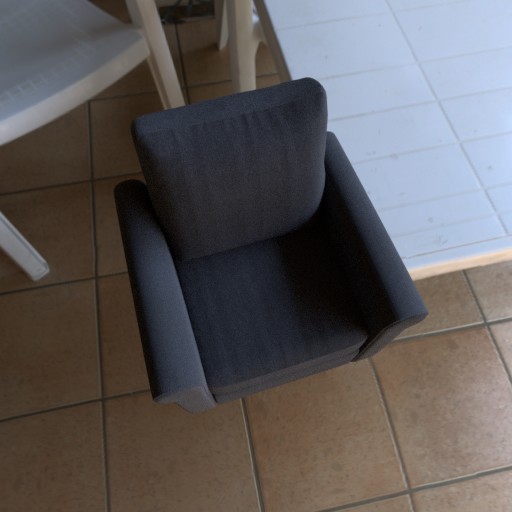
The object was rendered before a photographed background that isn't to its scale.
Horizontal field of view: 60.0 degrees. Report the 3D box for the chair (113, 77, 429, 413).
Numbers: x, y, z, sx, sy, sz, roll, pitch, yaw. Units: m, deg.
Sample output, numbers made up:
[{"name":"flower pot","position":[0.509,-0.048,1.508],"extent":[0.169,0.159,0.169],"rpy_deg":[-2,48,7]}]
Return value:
[{"name":"chair","position":[0.000,0.000,1.586],"extent":[0.867,0.942,0.828],"rpy_deg":[-16,65,-7]}]
